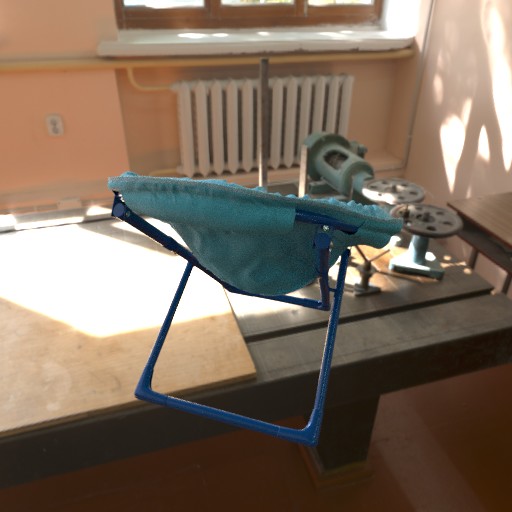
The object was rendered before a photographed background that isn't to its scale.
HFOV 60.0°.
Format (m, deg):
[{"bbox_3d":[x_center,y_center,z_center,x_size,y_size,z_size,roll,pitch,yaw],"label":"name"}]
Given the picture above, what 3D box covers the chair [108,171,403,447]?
[{"bbox_3d":[0.000,0.000,0.874,0.520,0.478,0.465,9,32,15],"label":"chair"}]
